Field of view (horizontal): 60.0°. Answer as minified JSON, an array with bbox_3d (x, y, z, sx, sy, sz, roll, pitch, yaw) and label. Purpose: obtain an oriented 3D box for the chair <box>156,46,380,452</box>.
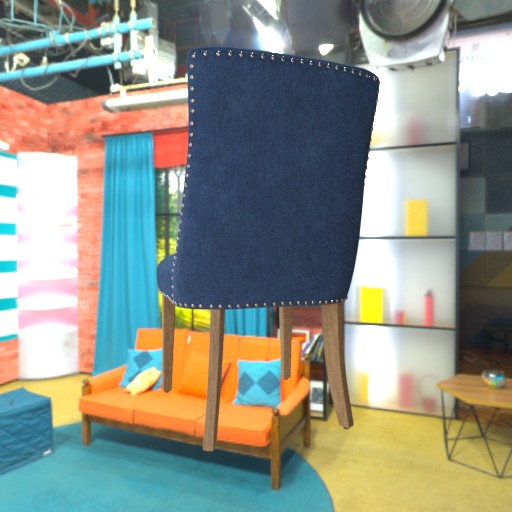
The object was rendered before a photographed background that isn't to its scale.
[{"bbox_3d":[0.000,0.000,1.252,0.495,0.902,0.610,0,1,-19],"label":"chair"}]
